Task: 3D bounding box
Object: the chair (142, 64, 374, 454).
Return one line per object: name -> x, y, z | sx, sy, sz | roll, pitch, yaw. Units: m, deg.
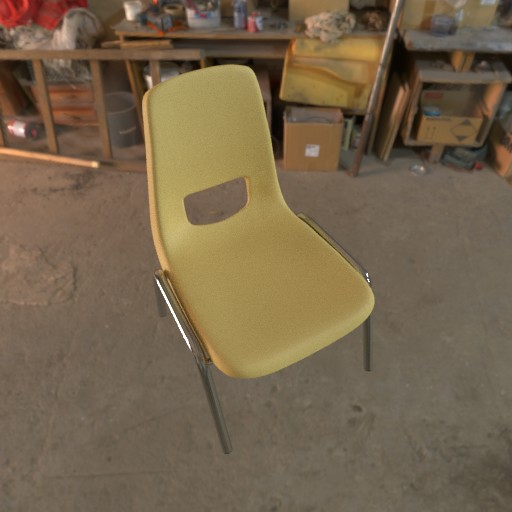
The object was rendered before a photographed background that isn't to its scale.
chair -> 0.000, 0.000, 0.796 | 0.354, 0.536, 0.385 | -23, 50, -20
